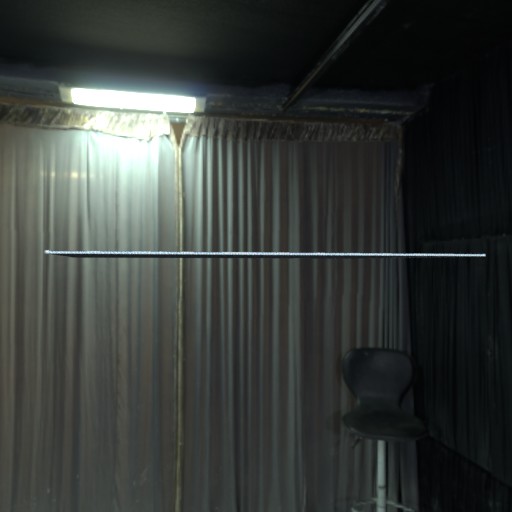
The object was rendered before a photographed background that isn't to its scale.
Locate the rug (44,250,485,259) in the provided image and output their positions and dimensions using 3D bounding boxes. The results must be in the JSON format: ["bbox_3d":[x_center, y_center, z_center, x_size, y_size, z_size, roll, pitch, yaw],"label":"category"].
[{"bbox_3d":[0.000,0.000,3.031,2.438,0.015,1.518,0,-1,-18],"label":"rug"}]
